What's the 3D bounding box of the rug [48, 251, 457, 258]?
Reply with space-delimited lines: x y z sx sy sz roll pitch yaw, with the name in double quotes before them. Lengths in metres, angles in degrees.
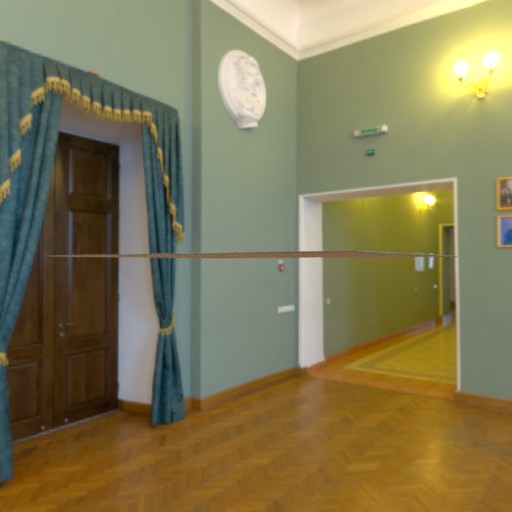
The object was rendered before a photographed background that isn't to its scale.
"rug" 0.000 0.000 4.147 3.048 0.013 2.438 -1 -1 36
